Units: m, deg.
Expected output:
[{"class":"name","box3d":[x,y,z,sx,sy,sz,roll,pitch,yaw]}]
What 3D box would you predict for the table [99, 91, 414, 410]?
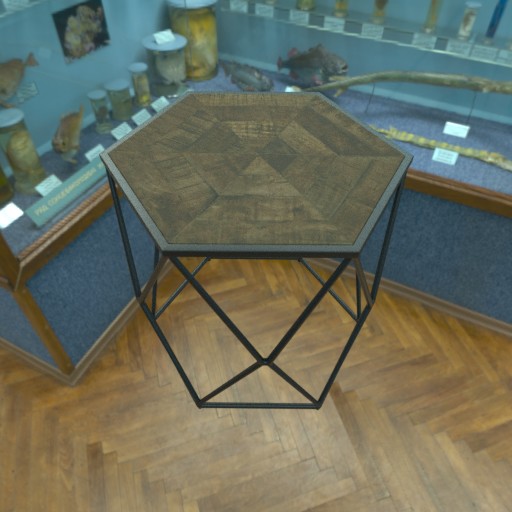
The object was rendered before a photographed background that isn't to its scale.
[{"class":"table","box3d":[0.000,0.000,1.046,0.579,0.564,0.578,23,51,20]}]
